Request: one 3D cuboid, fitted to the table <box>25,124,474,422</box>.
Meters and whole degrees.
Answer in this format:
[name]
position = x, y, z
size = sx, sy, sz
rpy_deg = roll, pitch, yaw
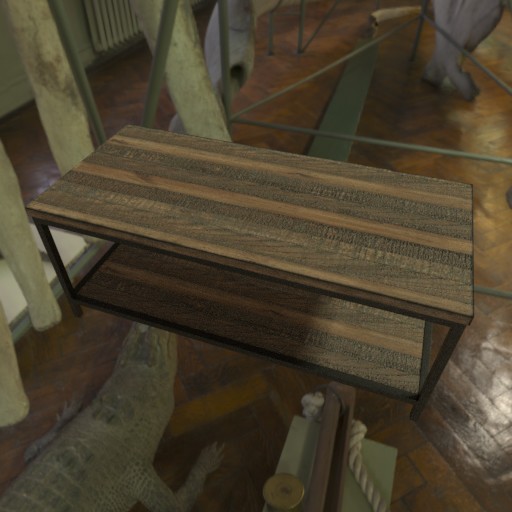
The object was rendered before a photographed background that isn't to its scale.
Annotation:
[table]
position = 0.000, 0.000, 1.207
size = 0.990, 0.399, 0.452
rpy_deg = 13, 44, 14
